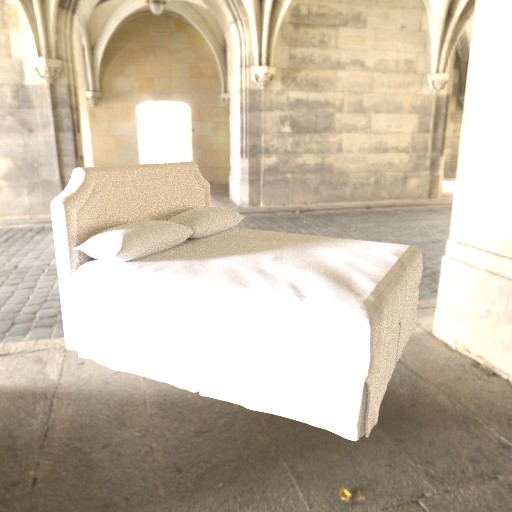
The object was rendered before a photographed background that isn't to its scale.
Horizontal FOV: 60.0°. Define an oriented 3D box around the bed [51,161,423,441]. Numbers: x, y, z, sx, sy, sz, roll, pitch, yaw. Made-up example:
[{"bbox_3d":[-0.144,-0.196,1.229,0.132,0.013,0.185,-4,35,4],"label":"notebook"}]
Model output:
[{"bbox_3d":[0.000,0.000,3.855,2.548,1.524,2.134,7,16,27],"label":"bed"}]
